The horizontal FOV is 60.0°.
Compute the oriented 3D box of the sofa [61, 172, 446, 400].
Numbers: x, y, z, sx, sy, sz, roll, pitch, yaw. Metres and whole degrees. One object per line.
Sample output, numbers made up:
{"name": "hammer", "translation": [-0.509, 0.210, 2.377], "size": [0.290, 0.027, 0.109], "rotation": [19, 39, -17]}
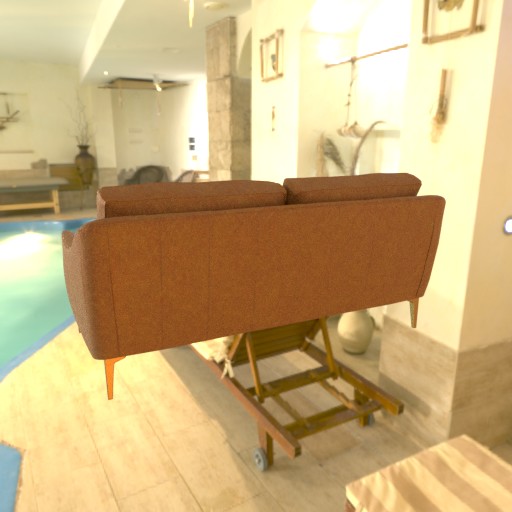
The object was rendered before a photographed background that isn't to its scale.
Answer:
{"name": "sofa", "translation": [0.000, 0.000, 2.561], "size": [2.036, 0.945, 0.981], "rotation": [-7, 16, -25]}
